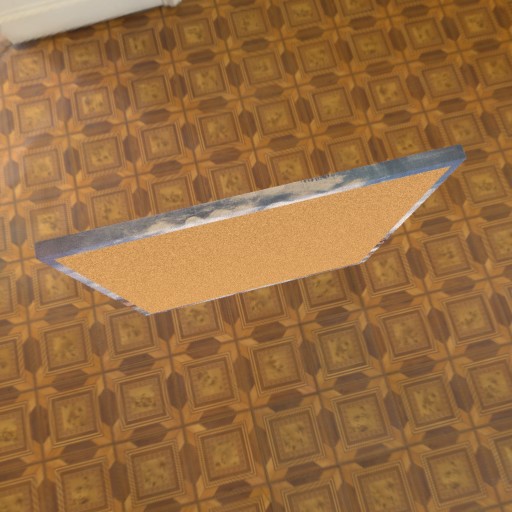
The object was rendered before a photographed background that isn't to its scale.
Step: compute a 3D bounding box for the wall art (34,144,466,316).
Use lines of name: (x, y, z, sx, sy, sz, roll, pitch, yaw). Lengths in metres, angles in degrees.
wall art: (0.000, 0.000, 1.503, 1.010, 1.020, 0.040, -14, 76, -4)
